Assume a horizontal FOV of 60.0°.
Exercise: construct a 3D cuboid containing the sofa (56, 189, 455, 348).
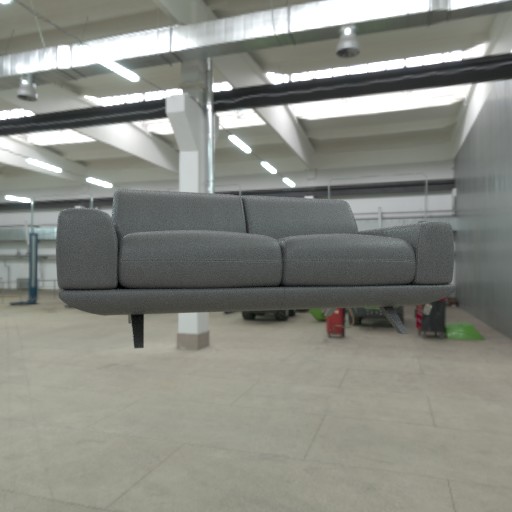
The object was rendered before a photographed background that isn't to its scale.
[{"bbox_3d":[0.000,0.000,2.399,1.901,0.772,0.900,0,-1,-18],"label":"sofa"}]
